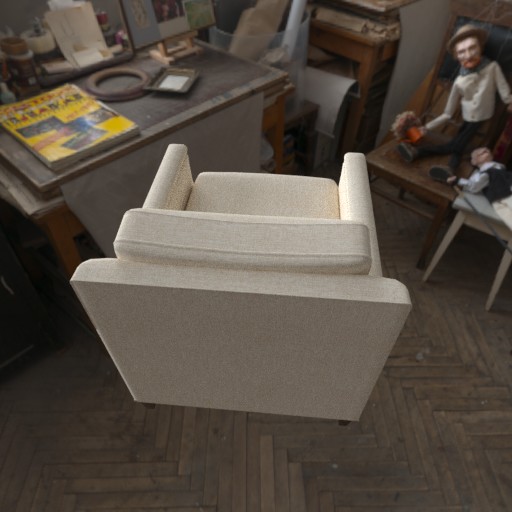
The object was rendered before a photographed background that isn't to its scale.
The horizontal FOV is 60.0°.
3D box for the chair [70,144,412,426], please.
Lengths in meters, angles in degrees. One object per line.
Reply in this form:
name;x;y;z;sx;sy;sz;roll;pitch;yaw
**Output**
chair;0.000;0.000;1.708;0.838;0.940;1.041;4;46;4
